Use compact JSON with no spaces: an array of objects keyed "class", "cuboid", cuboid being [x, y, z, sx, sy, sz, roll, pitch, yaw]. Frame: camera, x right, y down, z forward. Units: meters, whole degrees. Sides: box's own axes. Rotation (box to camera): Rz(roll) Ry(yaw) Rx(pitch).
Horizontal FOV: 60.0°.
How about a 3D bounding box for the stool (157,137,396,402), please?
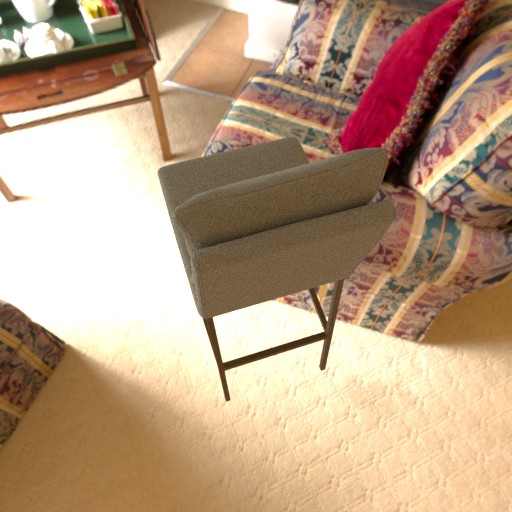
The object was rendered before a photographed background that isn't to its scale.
[{"class":"stool","cuboid":[0.000,0.000,1.416,0.463,1.132,0.569,-15,59,-9]}]
